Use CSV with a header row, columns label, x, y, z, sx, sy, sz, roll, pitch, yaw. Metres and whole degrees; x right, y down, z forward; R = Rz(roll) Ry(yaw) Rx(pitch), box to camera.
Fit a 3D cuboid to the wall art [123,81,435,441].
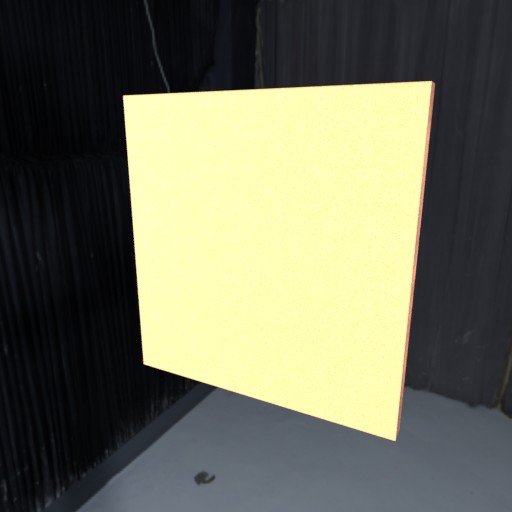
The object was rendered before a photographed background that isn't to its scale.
label,x,y,z,sx,sy,sz,roll,pitch,yaw
wall art,0.000,0.000,0.814,0.554,0.572,0.037,8,18,27
